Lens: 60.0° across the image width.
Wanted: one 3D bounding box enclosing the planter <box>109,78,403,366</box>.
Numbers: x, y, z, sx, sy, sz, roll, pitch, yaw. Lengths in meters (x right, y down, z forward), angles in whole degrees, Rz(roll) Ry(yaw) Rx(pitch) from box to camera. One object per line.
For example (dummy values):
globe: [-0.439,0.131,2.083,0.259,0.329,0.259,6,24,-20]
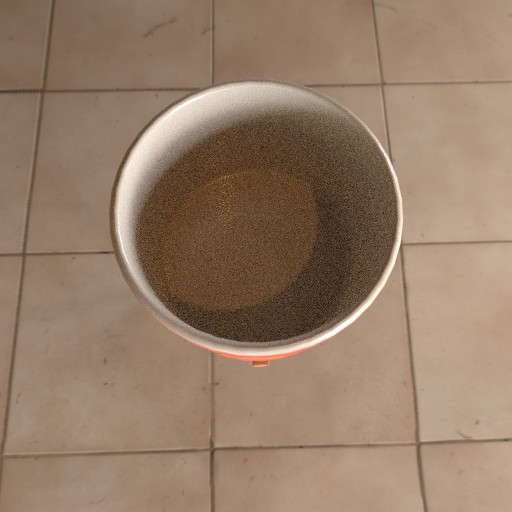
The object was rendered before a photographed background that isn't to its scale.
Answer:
planter: [0.000,0.000,0.414,0.199,0.268,0.199,0,76,0]
